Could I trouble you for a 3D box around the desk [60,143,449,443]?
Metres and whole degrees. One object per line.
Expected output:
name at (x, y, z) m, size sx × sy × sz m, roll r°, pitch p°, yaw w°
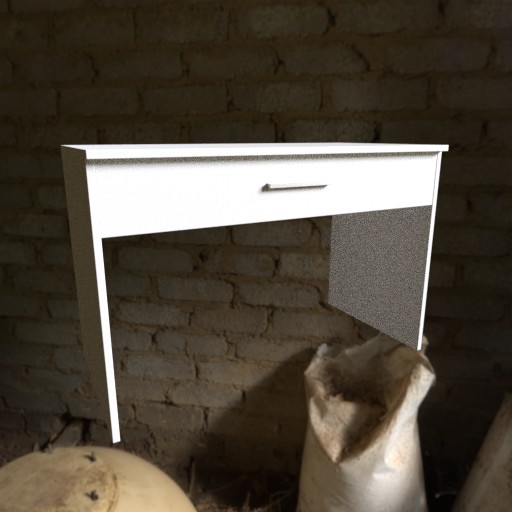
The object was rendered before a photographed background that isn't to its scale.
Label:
desk at (0.000, 0.000, 1.504) m, size 1.100 × 0.730 × 0.560 m, roll -8°, pitch 17°, yaw -27°
